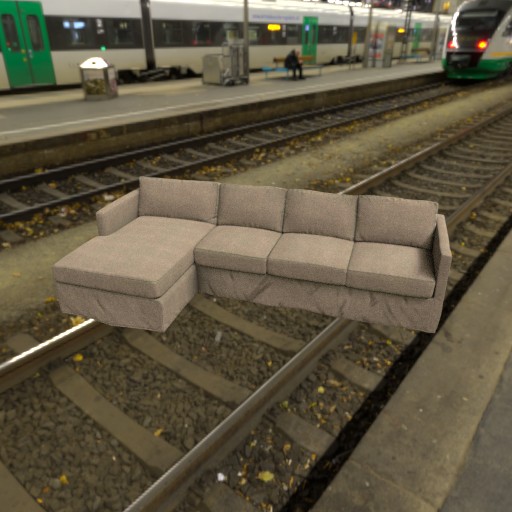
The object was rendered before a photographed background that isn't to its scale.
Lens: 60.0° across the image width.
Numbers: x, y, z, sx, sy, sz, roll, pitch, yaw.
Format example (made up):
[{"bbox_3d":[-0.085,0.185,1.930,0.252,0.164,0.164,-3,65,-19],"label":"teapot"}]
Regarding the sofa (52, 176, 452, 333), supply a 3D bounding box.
[{"bbox_3d":[0.000,0.000,3.994,3.205,0.922,1.650,8,27,15],"label":"sofa"}]
